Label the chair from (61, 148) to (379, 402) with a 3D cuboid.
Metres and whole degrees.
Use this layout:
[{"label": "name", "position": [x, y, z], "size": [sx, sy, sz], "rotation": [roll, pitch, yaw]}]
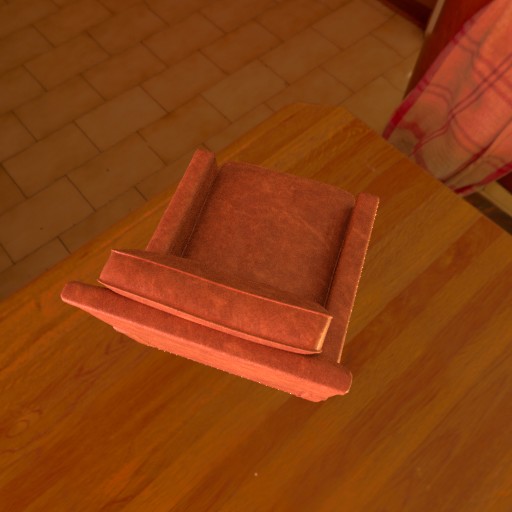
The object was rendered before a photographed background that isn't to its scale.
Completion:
[{"label": "chair", "position": [0.000, 0.000, 1.823], "size": [0.854, 1.054, 1.035], "rotation": [17, 65, 8]}]
